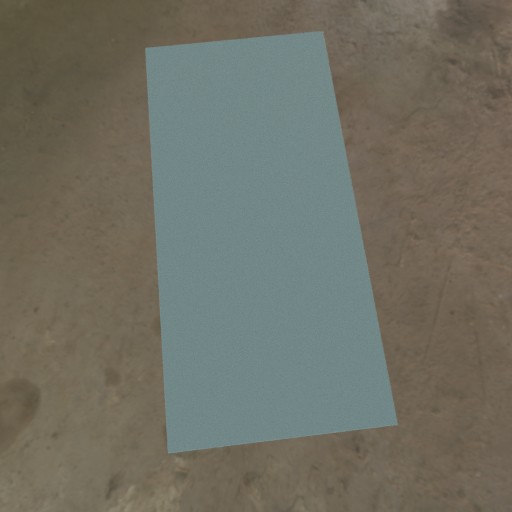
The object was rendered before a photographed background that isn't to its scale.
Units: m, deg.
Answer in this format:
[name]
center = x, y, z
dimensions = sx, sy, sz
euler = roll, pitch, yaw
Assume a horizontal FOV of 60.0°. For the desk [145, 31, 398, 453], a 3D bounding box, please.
[desk]
center = 0.000, 0.000, 1.483
dimensions = 0.509, 0.780, 1.059
euler = -6, 74, -2
